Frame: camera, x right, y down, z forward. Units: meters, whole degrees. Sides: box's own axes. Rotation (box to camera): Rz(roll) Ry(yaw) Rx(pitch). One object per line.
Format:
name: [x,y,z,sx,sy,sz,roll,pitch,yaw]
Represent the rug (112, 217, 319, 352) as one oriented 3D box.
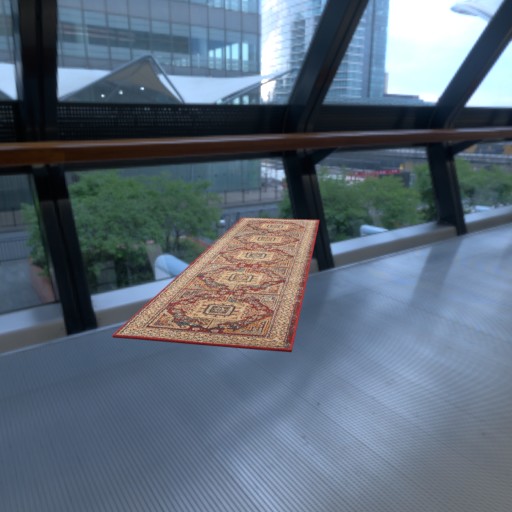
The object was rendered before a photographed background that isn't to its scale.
rug: [0.000,0.000,2.646,0.659,0.015,2.292,3,16,10]
